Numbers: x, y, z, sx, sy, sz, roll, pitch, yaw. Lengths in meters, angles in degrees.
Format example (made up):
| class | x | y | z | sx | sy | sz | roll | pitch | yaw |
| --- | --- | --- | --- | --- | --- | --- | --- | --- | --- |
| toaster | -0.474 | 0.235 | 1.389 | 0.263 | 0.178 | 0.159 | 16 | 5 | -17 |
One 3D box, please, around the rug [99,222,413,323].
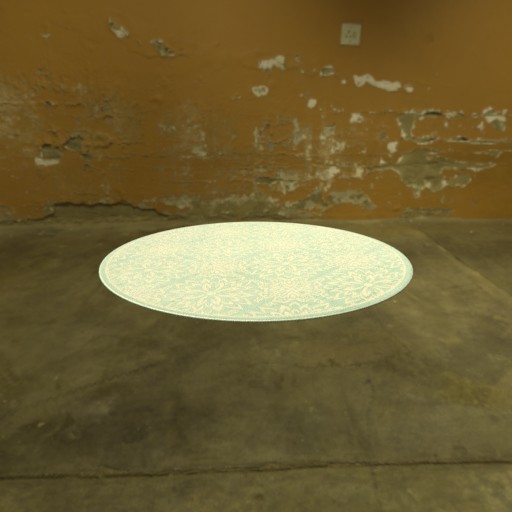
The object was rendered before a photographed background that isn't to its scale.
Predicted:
| class | x | y | z | sx | sy | sz | roll | pitch | yaw |
| --- | --- | --- | --- | --- | --- | --- | --- | --- | --- |
| rug | 0.000 | 0.000 | 2.369 | 1.593 | 0.012 | 1.593 | 0 | 17 | 0 |
